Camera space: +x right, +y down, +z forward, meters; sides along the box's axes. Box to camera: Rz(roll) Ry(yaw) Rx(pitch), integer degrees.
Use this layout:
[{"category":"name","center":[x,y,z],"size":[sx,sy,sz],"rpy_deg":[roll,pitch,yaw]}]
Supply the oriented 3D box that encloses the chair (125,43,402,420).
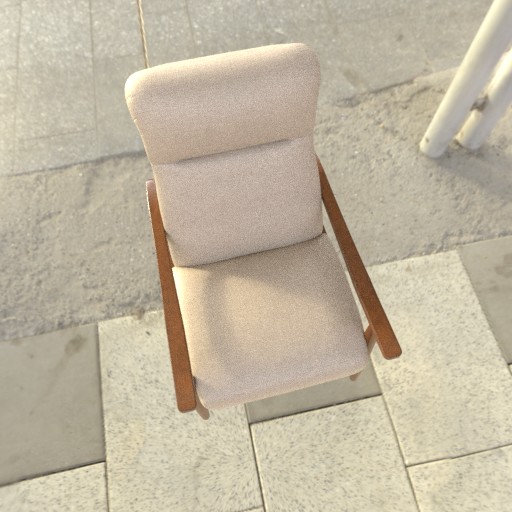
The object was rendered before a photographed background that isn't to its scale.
[{"category":"chair","center":[0.000,0.000,1.731],"size":[0.762,1.082,1.030],"rpy_deg":[-13,66,-6]}]
